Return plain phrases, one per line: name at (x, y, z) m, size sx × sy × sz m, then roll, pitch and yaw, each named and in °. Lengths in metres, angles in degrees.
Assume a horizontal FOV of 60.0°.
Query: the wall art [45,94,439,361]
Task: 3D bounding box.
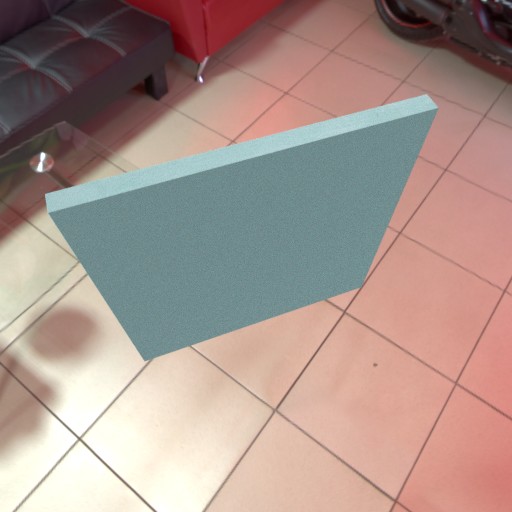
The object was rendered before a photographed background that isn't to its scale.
wall art at (0.000, 0.000, 0.908) m, size 0.603 × 0.603 × 0.036 m, roll -17°, pitch 60°, yaw -11°
